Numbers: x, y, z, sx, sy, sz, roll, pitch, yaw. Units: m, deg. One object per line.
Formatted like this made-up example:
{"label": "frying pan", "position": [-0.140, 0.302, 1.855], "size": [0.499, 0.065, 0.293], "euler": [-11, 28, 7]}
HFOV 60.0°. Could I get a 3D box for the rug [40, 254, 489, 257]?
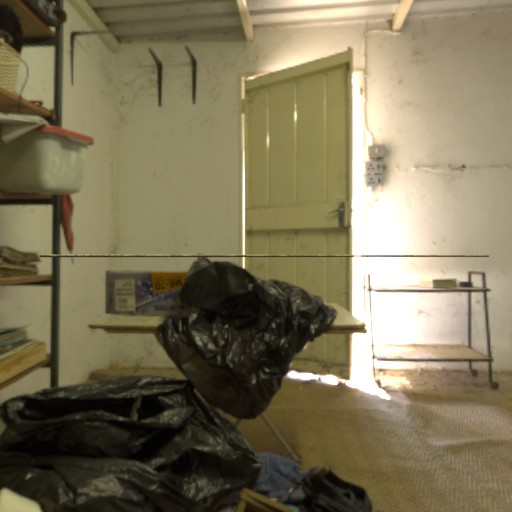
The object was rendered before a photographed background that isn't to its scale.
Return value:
{"label": "rug", "position": [0.000, 0.000, 2.984], "size": [2.435, 0.011, 1.526], "euler": [0, 0, -18]}
